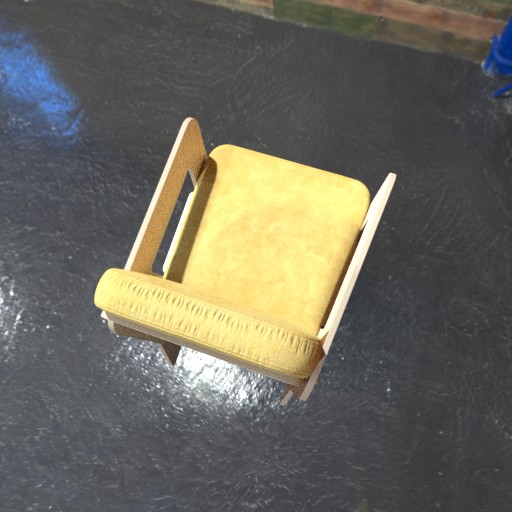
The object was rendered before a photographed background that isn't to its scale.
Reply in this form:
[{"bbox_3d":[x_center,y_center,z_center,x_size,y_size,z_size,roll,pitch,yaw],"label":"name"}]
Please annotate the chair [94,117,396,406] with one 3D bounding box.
[{"bbox_3d":[0.000,0.000,1.241,0.590,0.800,0.710,17,66,8],"label":"chair"}]
